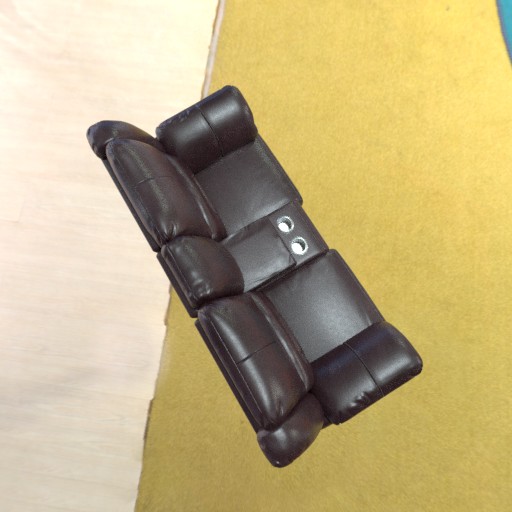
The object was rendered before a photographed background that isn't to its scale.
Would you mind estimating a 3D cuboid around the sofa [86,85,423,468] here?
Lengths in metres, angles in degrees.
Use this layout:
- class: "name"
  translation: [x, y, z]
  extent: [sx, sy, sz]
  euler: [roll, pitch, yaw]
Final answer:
- class: "sofa"
  translation: [0.000, 0.000, 2.610]
  extent: [0.991, 1.043, 2.058]
  euler: [-30, 78, -7]
